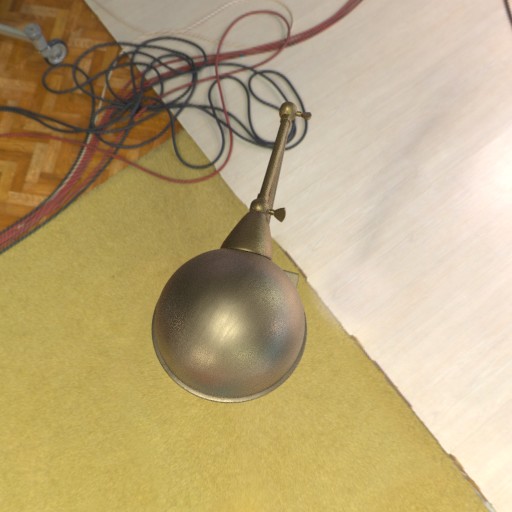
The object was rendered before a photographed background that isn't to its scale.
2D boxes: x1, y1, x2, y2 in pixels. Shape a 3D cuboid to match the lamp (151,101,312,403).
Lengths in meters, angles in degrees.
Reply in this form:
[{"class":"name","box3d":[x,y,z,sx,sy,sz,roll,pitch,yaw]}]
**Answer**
[{"class":"lamp","box3d":[0.000,0.000,0.556,0.149,0.371,0.339,14,76,4]}]
